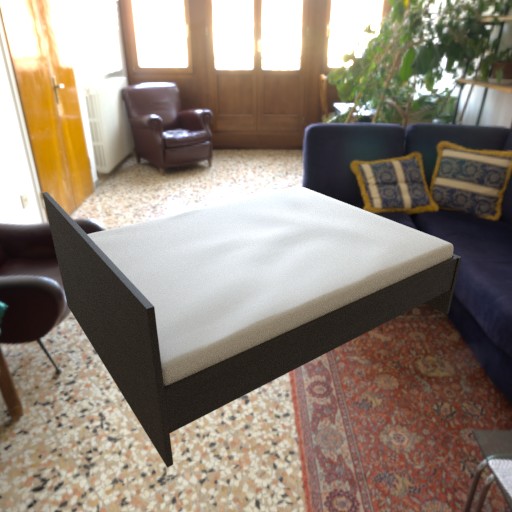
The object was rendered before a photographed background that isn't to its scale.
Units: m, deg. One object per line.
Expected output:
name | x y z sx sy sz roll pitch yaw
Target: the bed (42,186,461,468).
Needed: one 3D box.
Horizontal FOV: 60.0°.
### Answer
bed | 0.000 0.000 2.853 2.073 0.823 1.585 -18 32 -31
